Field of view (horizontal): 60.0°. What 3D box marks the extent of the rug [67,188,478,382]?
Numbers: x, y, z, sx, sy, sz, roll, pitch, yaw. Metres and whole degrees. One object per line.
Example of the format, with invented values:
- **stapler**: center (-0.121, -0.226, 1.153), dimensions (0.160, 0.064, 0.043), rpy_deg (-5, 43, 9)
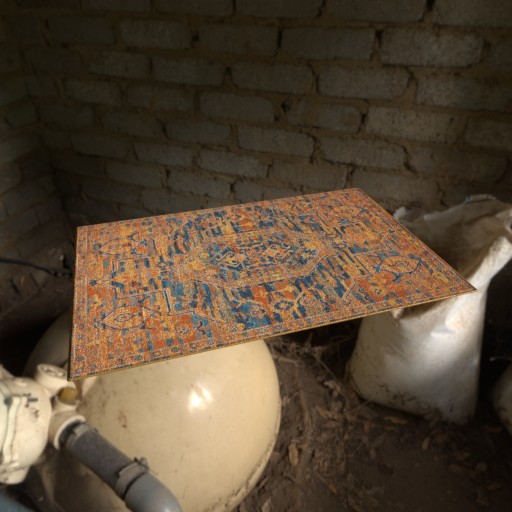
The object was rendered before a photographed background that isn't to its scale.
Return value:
- **rug**: center (0.000, 0.000, 1.100), dimensions (0.863, 0.008, 0.557), rpy_deg (-10, 35, -14)
